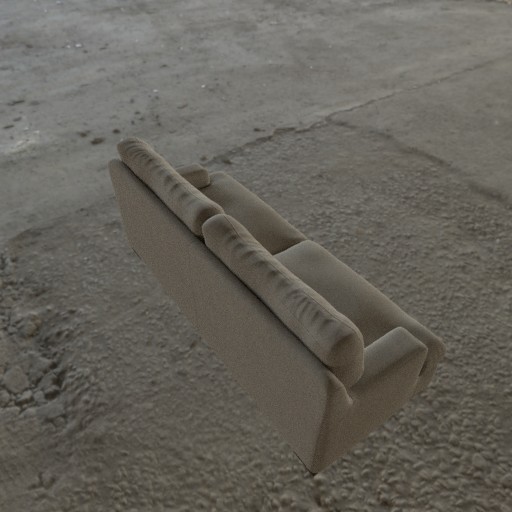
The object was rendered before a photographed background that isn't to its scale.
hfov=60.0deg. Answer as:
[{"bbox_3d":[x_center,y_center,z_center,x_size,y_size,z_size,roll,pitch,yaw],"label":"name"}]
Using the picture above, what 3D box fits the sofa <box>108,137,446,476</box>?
[{"bbox_3d":[0.000,0.000,2.871,0.962,0.980,2.354,-25,47,-26],"label":"sofa"}]
